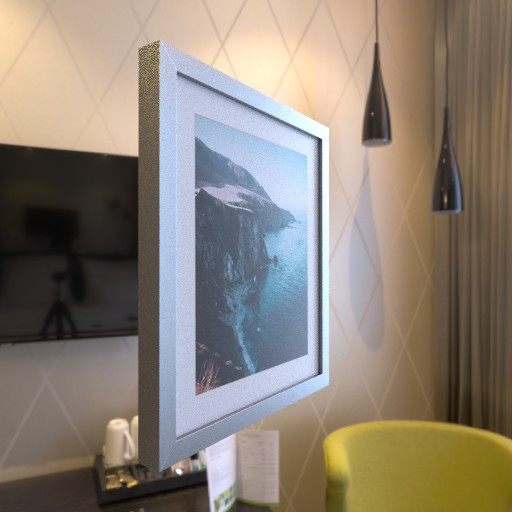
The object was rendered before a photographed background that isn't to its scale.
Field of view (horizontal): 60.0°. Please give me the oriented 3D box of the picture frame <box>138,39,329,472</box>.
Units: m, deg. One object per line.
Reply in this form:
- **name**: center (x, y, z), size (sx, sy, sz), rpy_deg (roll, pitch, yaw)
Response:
- **picture frame**: center (0.000, 0.000, 1.351), size (0.073, 0.968, 0.839), rpy_deg (0, 0, 36)
